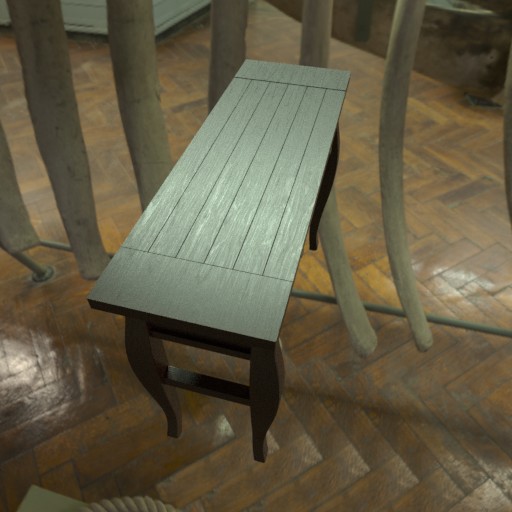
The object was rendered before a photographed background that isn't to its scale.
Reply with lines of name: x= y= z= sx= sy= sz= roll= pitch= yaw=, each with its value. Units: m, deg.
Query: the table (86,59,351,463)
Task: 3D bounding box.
table: x=0.000 y=0.000 z=1.407 sx=0.373 sy=0.768 sz=1.062 roll=11 pitch=48 yaw=10
